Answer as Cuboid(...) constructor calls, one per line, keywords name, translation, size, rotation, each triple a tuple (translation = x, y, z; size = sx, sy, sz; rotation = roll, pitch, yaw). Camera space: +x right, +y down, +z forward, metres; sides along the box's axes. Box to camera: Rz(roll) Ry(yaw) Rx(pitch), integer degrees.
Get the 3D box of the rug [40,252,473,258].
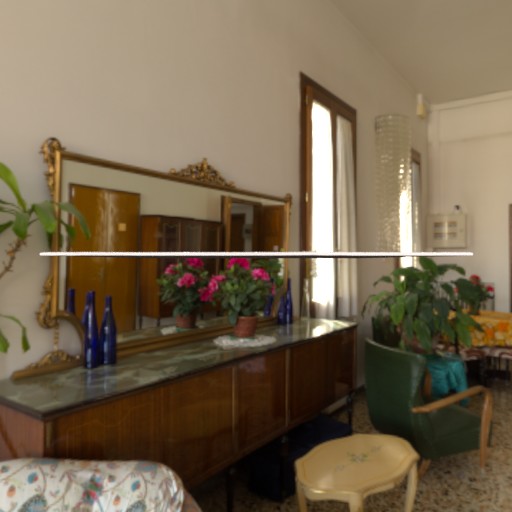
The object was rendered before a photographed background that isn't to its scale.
Cuboid(name="rug", translation=(0.000, 0.000, 0.876), size=(0.548, 0.006, 0.639), rotation=(0, -1, 0))
